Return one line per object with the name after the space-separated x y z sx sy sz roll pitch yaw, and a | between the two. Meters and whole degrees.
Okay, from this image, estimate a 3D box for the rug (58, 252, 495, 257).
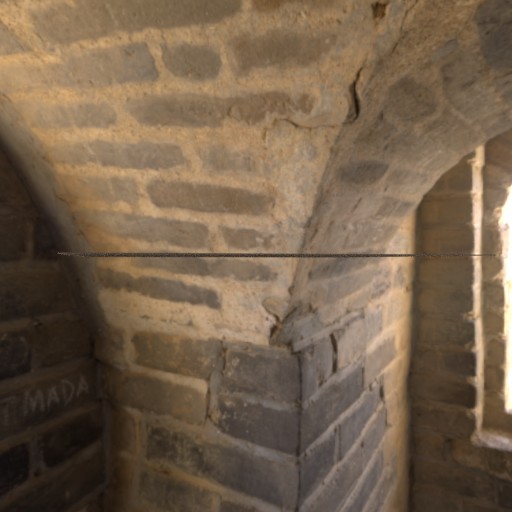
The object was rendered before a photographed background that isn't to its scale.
0.000 0.000 4.047 3.045 0.008 2.421 0 -1 -18 | rug
